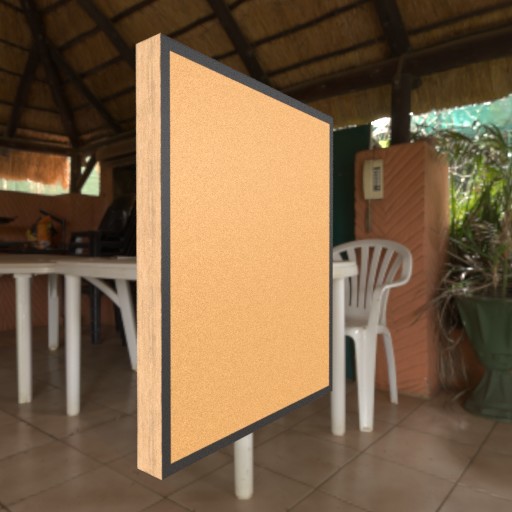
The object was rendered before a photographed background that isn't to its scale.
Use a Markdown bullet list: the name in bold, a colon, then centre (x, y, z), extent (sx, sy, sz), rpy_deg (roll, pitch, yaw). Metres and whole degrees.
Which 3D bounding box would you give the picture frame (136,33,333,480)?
- **picture frame**: centre (0.000, 0.000, 0.701), extent (0.046, 0.526, 0.421), rpy_deg (1, 1, 38)
